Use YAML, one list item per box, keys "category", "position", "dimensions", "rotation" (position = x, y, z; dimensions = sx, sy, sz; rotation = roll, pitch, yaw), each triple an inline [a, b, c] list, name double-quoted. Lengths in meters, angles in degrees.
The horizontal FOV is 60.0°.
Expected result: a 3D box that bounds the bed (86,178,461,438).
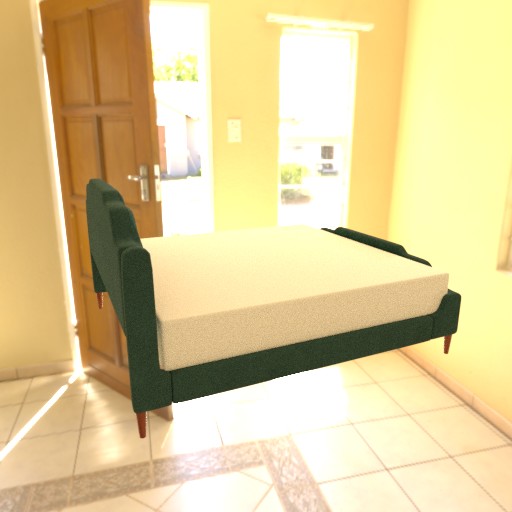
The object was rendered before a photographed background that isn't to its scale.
- category: "bed"
  position: [0.000, 0.000, 3.538]
  dimensions: [2.340, 1.245, 2.074]
  rotation: [-7, 17, -24]
